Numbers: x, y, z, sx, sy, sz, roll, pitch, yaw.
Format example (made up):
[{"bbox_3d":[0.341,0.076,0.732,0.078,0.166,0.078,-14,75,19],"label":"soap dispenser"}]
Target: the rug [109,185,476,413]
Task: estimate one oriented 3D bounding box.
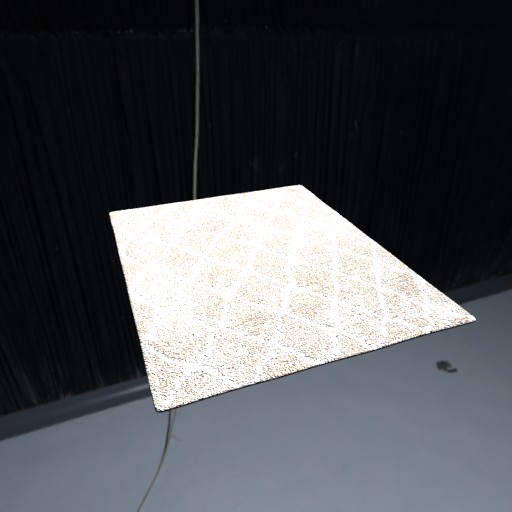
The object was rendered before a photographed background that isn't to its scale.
[{"bbox_3d":[0.000,0.000,4.222,2.438,0.029,3.047,-11,32,-18],"label":"rug"}]
